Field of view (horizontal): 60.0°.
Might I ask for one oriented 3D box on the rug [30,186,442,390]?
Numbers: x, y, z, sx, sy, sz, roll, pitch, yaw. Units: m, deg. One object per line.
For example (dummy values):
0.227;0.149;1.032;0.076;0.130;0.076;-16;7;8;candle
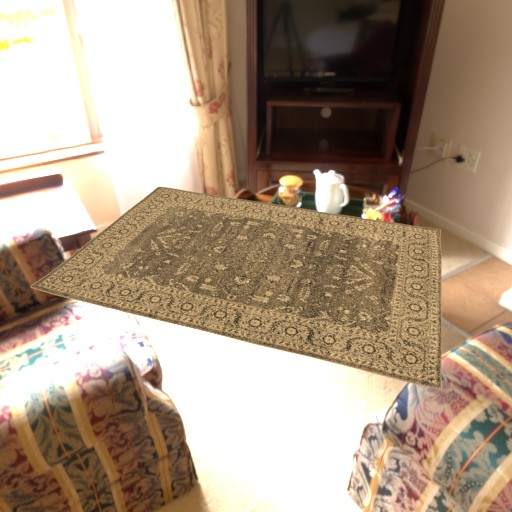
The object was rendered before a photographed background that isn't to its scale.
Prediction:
0.000;0.000;2.304;1.828;0.019;1.209;11;35;16;rug
